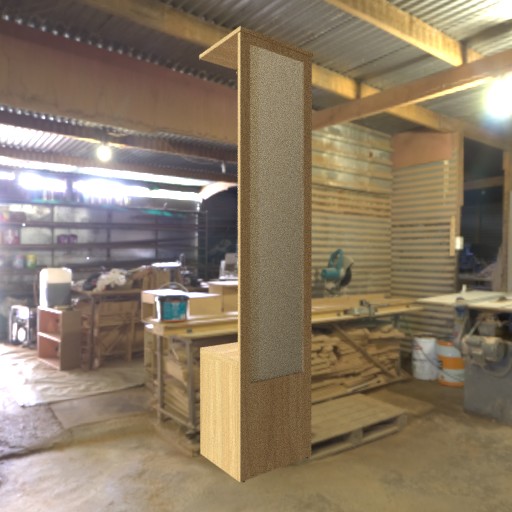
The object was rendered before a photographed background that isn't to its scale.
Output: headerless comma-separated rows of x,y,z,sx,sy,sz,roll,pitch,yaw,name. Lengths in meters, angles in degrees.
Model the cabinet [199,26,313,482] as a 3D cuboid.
0.000,0.000,2.072,0.411,1.879,0.338,0,1,-37,cabinet
